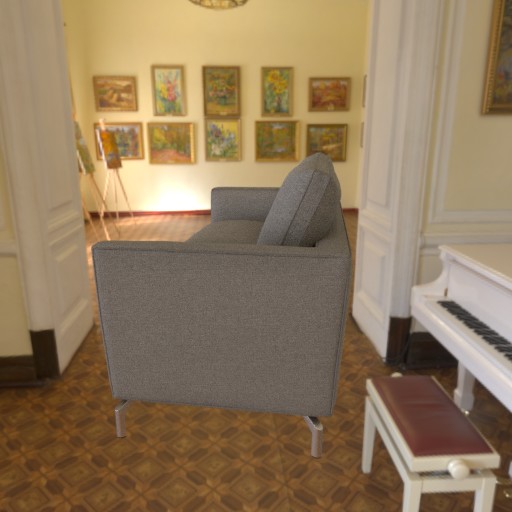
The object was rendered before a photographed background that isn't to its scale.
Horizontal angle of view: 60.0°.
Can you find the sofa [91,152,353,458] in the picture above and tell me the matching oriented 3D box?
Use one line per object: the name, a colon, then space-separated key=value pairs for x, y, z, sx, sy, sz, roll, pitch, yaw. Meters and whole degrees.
sofa: x=0.000 y=0.000 z=2.099 sx=0.803 sy=0.924 sz=1.594 roll=2 pitch=15 yaw=8
